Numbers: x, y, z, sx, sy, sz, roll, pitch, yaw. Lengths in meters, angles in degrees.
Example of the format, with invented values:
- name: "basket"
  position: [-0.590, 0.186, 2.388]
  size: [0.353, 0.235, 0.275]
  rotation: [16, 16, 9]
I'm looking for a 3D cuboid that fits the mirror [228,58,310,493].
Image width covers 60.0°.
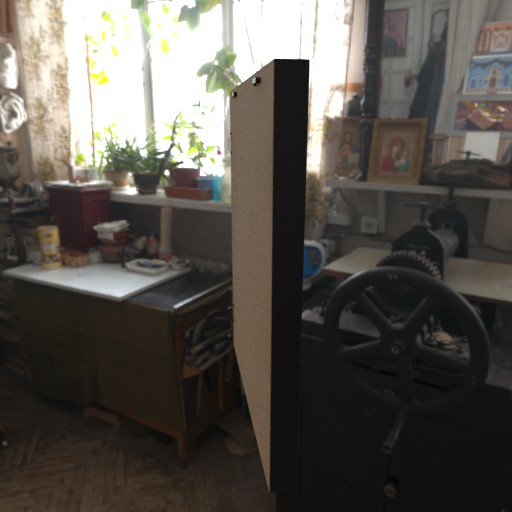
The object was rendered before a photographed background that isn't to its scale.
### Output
- name: "mirror"
  position: [0.000, 0.000, 0.685]
  size: [0.041, 0.508, 0.405]
  rotation: [-3, 16, -9]
